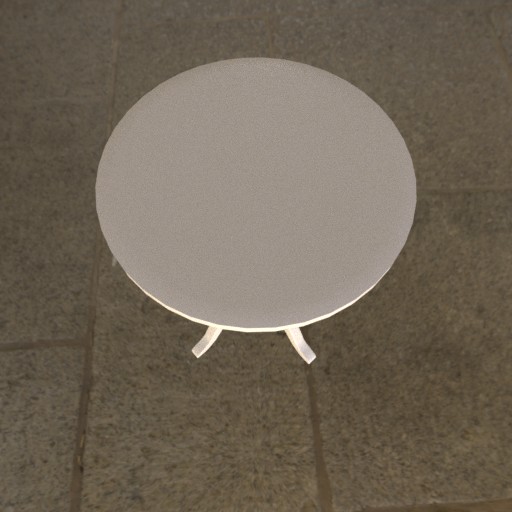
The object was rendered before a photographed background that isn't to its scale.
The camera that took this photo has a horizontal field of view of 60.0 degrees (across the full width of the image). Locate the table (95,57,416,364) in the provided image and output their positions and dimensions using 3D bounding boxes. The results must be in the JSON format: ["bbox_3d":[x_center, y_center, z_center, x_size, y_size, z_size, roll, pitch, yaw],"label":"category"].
[{"bbox_3d":[0.000,0.000,1.011,0.513,0.653,0.513,0,66,0],"label":"table"}]
